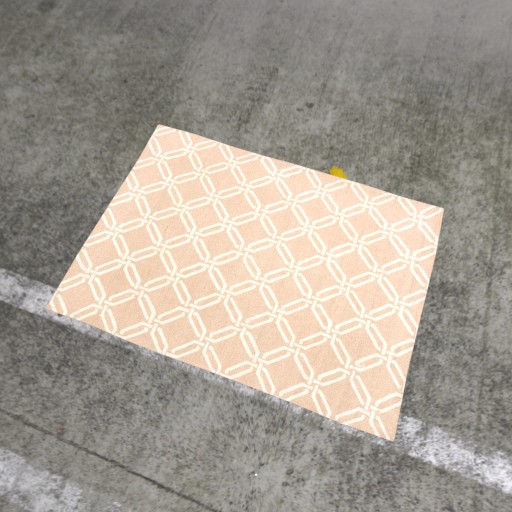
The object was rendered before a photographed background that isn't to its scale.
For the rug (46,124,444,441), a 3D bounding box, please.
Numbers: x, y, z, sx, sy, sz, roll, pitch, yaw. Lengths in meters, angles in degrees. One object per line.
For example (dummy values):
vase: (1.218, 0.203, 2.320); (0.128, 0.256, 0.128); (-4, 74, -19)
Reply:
rug: (0.000, 0.000, 4.430); (3.365, 0.020, 2.452); (18, 65, 9)
